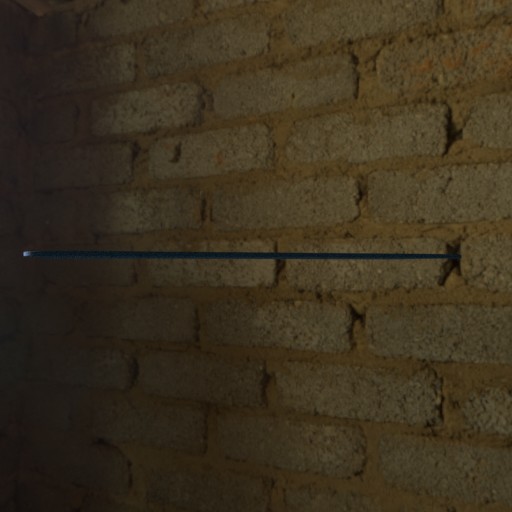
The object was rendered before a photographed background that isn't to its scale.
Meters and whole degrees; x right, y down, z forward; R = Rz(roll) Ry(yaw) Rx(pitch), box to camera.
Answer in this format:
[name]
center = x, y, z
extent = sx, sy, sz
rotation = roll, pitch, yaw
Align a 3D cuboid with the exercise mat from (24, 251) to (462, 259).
[exercise mat]
center = 0.000, 0.000, 2.065
extent = 1.869, 0.021, 0.616
rotation = 0, -1, -17
